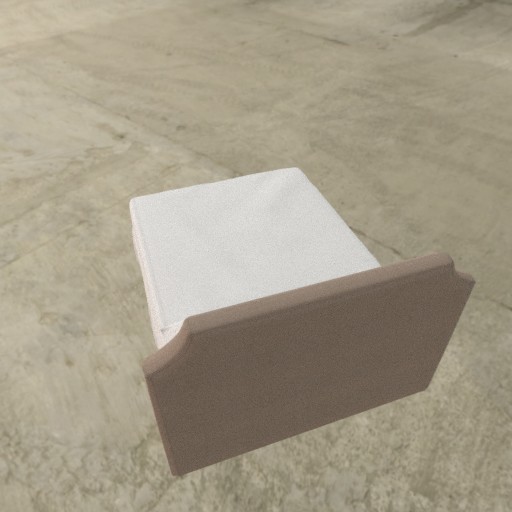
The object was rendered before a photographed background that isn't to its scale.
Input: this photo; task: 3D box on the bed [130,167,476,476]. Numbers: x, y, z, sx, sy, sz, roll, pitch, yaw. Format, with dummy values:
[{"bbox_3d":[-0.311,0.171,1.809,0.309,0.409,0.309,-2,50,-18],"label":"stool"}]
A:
[{"bbox_3d":[0.000,0.000,3.233,1.828,1.303,2.164,-13,43,-14],"label":"bed"}]
